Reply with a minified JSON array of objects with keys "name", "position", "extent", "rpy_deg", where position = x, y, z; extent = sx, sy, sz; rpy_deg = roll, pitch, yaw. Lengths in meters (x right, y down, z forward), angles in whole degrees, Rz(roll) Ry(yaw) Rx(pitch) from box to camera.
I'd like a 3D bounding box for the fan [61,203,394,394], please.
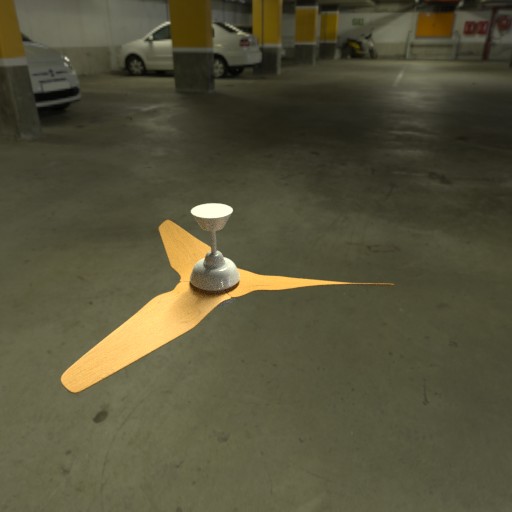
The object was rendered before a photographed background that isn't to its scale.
[{"name":"fan","position":[0.000,0.000,1.610],"extent":[1.010,0.355,1.142],"rpy_deg":[0,26,1]}]
